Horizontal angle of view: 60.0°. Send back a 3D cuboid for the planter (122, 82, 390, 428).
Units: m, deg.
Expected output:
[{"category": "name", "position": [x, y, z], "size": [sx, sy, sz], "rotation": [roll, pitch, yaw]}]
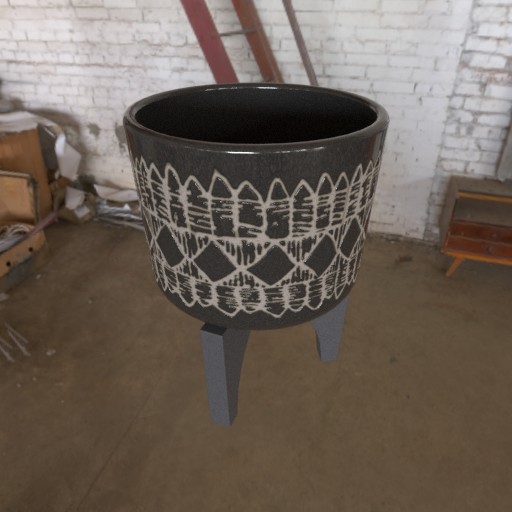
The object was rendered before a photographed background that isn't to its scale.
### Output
[{"category": "planter", "position": [0.000, 0.000, 0.402], "size": [0.196, 0.264, 0.196], "rotation": [-22, 38, -31]}]
